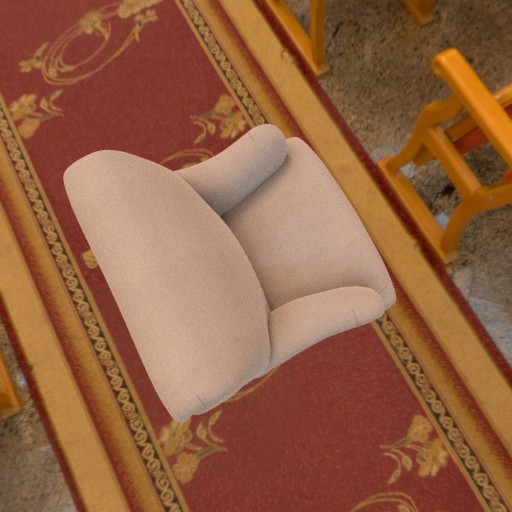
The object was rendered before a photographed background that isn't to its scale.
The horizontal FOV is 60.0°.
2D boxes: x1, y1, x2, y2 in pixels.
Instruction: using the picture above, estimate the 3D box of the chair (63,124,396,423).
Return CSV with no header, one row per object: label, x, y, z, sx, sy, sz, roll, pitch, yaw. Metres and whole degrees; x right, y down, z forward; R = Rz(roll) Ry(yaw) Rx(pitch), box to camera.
chair,0.000,0.000,1.562,0.842,0.942,0.766,-27,78,-6
